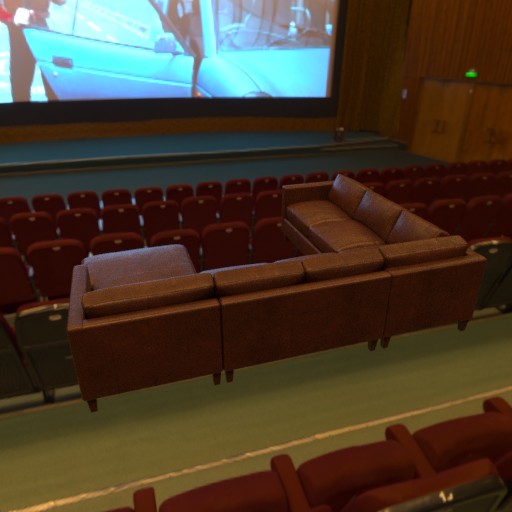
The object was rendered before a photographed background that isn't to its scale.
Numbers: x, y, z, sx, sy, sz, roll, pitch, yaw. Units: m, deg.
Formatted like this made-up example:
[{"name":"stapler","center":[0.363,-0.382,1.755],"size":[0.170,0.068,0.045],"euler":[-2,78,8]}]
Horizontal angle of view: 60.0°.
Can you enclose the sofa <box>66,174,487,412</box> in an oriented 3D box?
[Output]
[{"name":"sofa","center":[0.000,0.000,4.442],"size":[3.324,0.891,2.452],"euler":[-8,27,-16]}]
